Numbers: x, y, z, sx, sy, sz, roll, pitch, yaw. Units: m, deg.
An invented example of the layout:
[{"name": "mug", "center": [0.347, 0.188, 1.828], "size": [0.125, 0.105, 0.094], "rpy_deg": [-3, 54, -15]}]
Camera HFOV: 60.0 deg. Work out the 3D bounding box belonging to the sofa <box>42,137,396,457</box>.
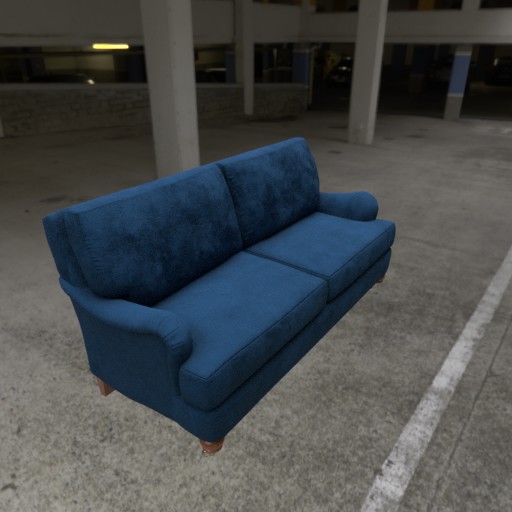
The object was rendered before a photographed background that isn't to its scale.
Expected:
[{"name": "sofa", "center": [0.000, 0.000, 2.776], "size": [1.084, 1.101, 2.141], "rpy_deg": [18, 31, 32]}]
